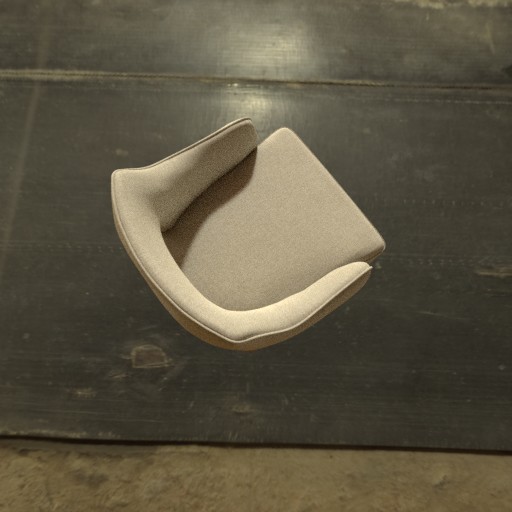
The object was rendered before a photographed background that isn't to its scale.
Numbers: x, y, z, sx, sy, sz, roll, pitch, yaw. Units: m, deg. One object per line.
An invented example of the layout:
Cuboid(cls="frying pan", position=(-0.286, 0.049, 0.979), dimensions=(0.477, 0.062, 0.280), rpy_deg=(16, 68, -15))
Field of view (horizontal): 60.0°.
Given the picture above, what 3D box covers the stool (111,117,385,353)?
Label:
Cuboid(cls="stool", position=(0.000, 0.000, 1.380), dimensions=(0.560, 1.041, 0.550), rpy_deg=(-35, 78, -8))
